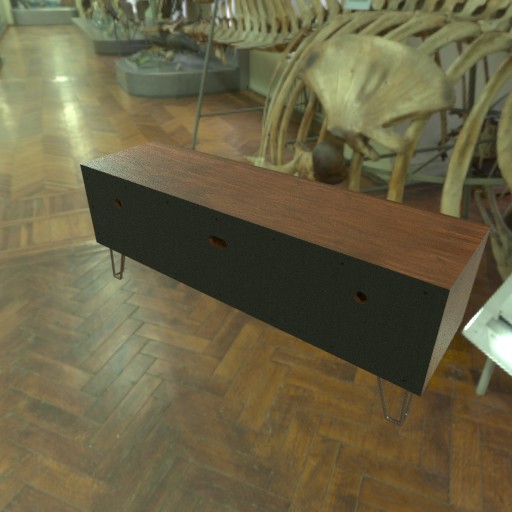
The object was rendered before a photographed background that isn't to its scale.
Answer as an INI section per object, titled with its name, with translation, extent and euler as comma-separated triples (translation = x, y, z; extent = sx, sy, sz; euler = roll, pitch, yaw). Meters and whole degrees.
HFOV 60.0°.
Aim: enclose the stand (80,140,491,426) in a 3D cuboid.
[stand]
translation = 0.000, 0.000, 1.898
extent = 1.626, 0.610, 0.481
euler = 21, 37, 31
